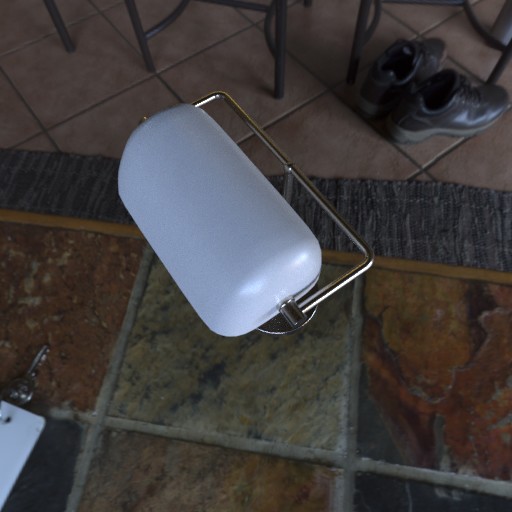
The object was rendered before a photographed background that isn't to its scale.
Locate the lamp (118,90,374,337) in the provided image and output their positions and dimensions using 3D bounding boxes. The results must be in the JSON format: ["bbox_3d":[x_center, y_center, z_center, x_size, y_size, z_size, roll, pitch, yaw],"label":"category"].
[{"bbox_3d":[0.000,0.000,0.567,0.227,0.404,0.269,-32,68,-15],"label":"lamp"}]
